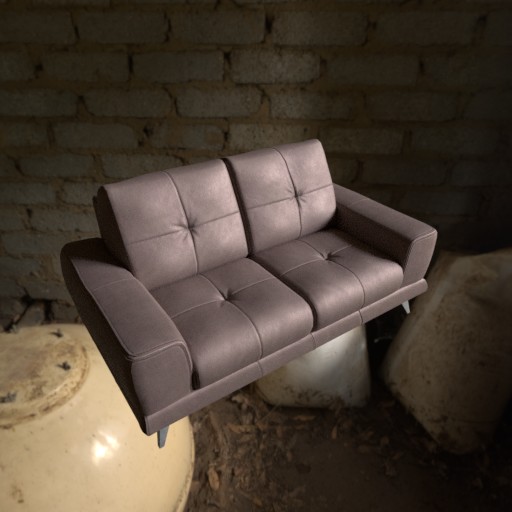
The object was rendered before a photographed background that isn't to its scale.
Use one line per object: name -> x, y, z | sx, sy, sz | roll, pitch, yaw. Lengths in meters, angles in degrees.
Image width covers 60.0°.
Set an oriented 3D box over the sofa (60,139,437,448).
sofa -> 0.000, 0.000, 2.377 | 1.806, 0.907, 1.018 | -20, 36, -29
